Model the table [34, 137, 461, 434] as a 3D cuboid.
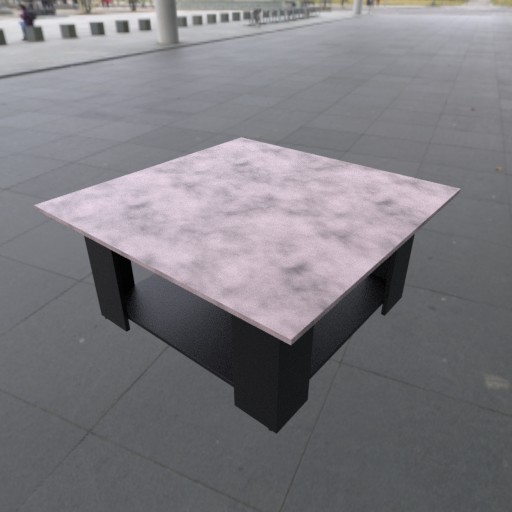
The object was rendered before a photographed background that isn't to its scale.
[{"bbox_3d":[0.000,0.000,1.057,0.670,0.305,0.670,23,37,33],"label":"table"}]
